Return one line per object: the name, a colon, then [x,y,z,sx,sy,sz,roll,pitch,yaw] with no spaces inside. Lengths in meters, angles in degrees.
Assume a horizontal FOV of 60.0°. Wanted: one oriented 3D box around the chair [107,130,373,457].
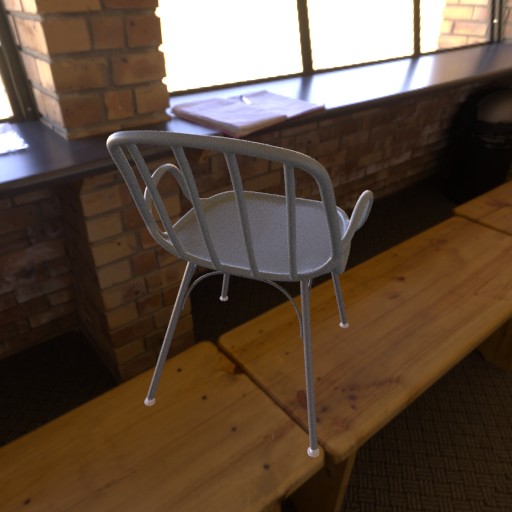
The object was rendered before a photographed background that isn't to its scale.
chair: [0.000,0.000,1.184,0.549,0.816,0.597,11,34,16]
